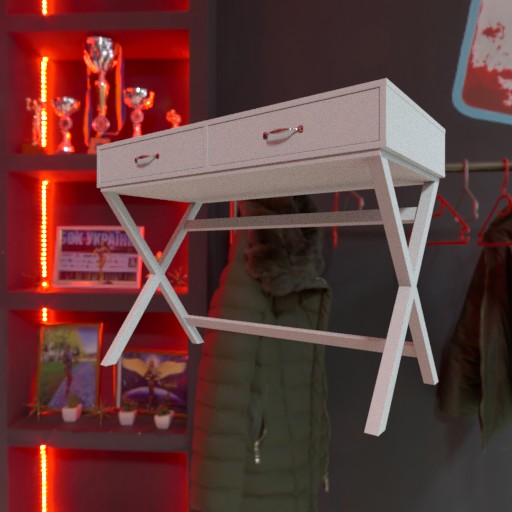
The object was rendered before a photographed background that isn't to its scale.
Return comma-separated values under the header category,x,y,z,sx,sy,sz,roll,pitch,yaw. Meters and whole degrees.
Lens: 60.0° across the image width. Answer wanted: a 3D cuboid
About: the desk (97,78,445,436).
category,x,y,z,sx,sy,sz,roll,pitch,yaw
desk,0.000,0.000,1.468,1.057,0.780,0.525,1,1,36
